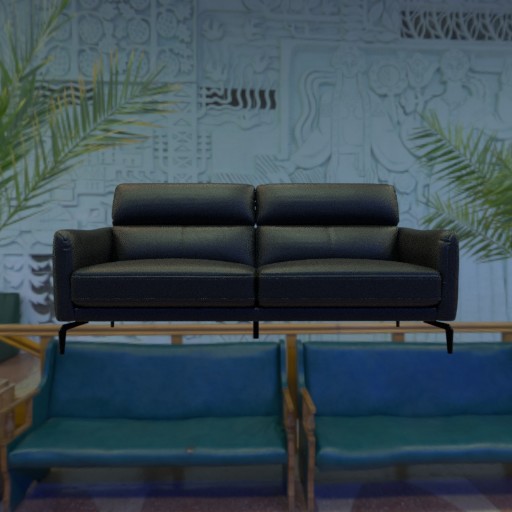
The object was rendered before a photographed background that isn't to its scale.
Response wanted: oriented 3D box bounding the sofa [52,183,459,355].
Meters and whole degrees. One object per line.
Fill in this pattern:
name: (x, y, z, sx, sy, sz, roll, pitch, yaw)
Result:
sofa: (0.000, 0.000, 2.567, 2.069, 0.957, 0.856, 0, 0, 0)
